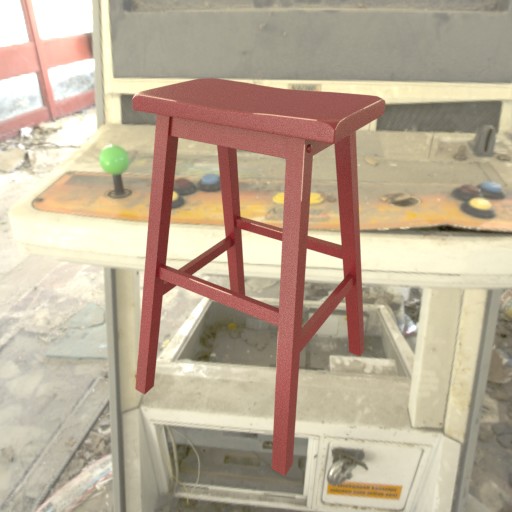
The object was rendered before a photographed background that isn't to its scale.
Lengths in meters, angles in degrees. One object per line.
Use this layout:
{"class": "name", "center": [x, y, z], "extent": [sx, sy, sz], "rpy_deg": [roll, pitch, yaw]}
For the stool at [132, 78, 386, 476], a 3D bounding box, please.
{"class": "stool", "center": [0.000, 0.000, 1.059], "extent": [0.457, 0.737, 0.476], "rpy_deg": [18, 35, 28]}
